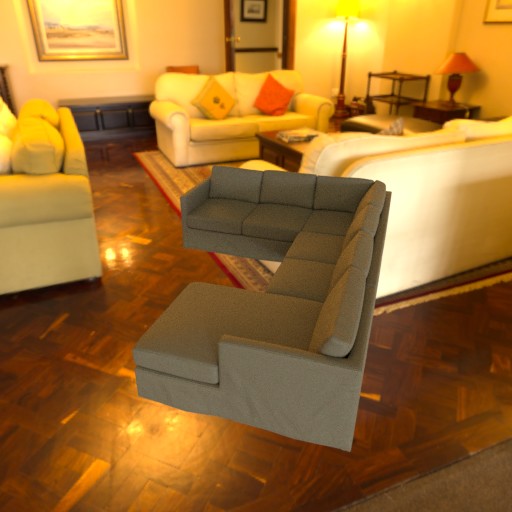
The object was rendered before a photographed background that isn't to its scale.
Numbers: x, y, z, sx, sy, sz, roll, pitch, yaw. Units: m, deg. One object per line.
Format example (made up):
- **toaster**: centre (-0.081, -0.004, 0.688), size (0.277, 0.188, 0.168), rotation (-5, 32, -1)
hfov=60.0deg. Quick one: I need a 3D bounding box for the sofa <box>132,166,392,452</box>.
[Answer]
- **sofa**: centre (0.000, 0.000, 4.481), size (2.427, 0.882, 3.460), rotation (9, 28, 16)
